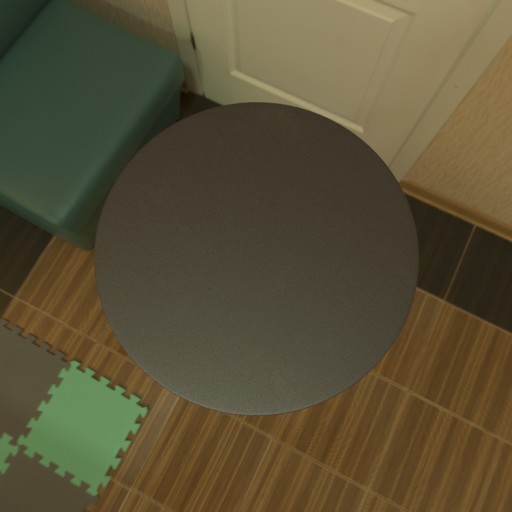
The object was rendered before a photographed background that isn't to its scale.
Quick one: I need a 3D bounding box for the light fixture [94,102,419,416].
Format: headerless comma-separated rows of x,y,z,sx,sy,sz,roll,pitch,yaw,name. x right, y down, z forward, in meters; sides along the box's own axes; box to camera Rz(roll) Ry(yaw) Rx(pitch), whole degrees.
0.000,0.000,0.532,0.356,0.102,0.356,0,75,0,light fixture
